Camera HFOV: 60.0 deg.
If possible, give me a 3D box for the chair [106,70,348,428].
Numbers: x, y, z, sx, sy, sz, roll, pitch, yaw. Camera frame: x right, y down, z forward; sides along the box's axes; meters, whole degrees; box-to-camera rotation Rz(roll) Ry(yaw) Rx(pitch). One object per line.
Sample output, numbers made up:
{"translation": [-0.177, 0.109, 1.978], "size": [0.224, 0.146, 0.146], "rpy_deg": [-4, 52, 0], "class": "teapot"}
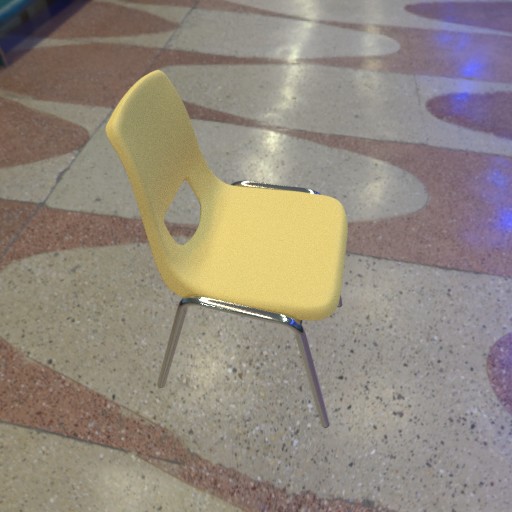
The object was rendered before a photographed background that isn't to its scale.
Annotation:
{"translation": [0.000, 0.000, 0.950], "size": [0.436, 0.704, 0.381], "rpy_deg": [9, 47, 8], "class": "chair"}
